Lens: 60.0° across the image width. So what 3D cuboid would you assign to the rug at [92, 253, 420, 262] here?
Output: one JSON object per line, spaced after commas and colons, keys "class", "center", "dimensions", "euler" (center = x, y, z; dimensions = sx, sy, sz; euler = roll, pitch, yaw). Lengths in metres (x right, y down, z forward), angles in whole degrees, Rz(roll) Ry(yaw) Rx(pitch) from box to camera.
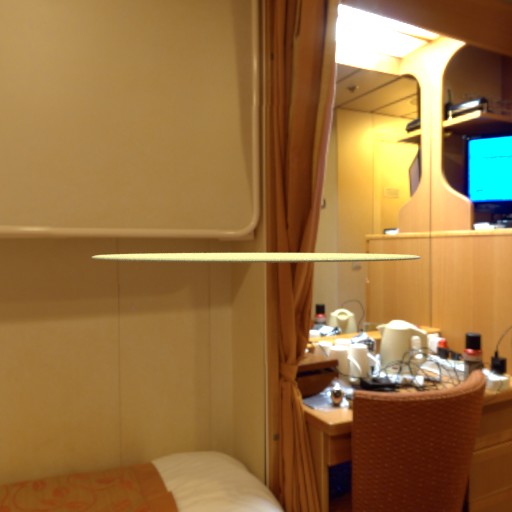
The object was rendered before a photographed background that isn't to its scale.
{"class": "rug", "center": [0.000, 0.000, 2.290], "dimensions": [1.593, 0.012, 1.593], "euler": [0, 1, 0]}
